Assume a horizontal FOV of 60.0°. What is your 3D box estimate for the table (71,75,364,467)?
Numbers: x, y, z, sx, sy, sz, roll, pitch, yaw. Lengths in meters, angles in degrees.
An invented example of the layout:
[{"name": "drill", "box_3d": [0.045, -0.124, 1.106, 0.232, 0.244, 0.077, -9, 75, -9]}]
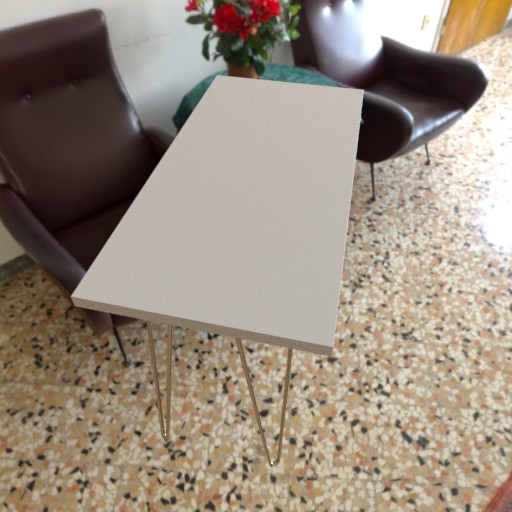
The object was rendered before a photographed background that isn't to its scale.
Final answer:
[{"name": "table", "box_3d": [0.000, 0.000, 1.374, 0.498, 0.660, 0.991, 9, 47, 9]}]
